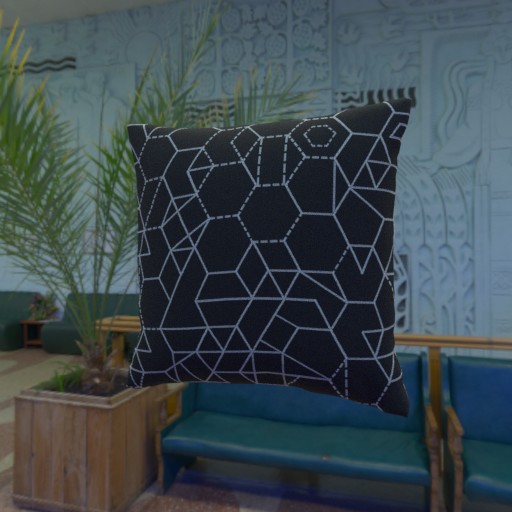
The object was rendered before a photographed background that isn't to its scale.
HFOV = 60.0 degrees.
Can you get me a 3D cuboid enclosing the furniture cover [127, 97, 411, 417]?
[{"bbox_3d":[0.000,0.000,0.779,0.517,0.508,0.158,0,0,17],"label":"furniture cover"}]
